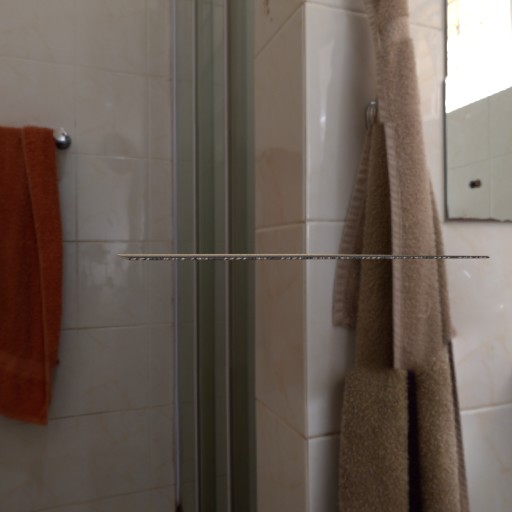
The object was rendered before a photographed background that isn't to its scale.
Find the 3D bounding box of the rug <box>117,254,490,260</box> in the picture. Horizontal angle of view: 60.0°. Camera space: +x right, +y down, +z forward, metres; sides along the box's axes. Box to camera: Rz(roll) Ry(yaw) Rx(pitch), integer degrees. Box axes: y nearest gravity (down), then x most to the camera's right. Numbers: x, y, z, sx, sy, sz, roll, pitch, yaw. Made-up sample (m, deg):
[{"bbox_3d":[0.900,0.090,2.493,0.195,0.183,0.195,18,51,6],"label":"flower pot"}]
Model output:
[{"bbox_3d":[0.000,0.000,3.921,2.305,0.017,2.902,0,0,-19],"label":"rug"}]
